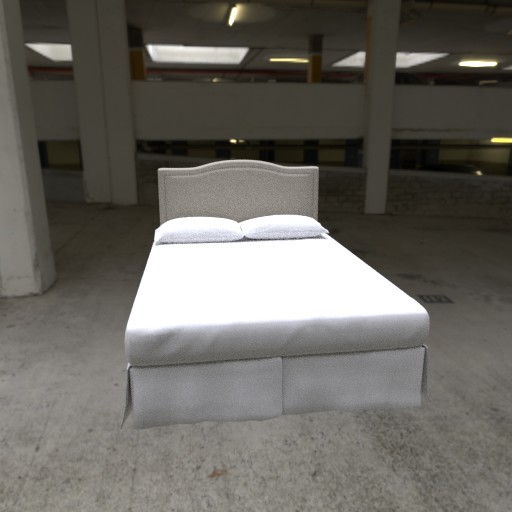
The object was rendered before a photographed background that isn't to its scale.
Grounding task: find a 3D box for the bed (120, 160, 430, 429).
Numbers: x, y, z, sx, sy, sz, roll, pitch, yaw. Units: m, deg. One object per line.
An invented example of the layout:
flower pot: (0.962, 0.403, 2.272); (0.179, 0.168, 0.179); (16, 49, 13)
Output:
bed: (0.000, 0.000, 3.718); (1.977, 1.437, 2.477); (-2, 16, -8)
